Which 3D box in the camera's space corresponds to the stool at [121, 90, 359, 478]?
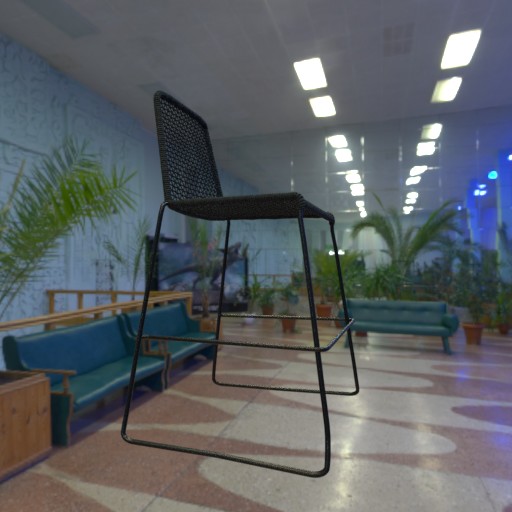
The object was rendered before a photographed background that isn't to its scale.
[{"bbox_3d":[0.000,0.000,1.245,0.509,0.905,0.590,0,-1,19],"label":"stool"}]
